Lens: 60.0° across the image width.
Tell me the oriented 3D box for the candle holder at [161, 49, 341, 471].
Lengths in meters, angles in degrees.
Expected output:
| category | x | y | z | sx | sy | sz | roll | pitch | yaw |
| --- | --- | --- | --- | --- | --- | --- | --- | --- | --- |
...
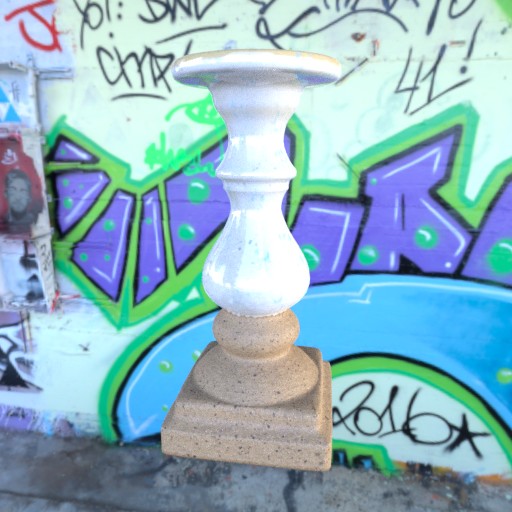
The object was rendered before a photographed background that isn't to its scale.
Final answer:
| category | x | y | z | sx | sy | sz | roll | pitch | yaw |
| --- | --- | --- | --- | --- | --- | --- | --- | --- | --- |
| candle holder | 0.000 | 0.000 | 0.298 | 0.110 | 0.239 | 0.110 | 2 | 15 | 9 |
